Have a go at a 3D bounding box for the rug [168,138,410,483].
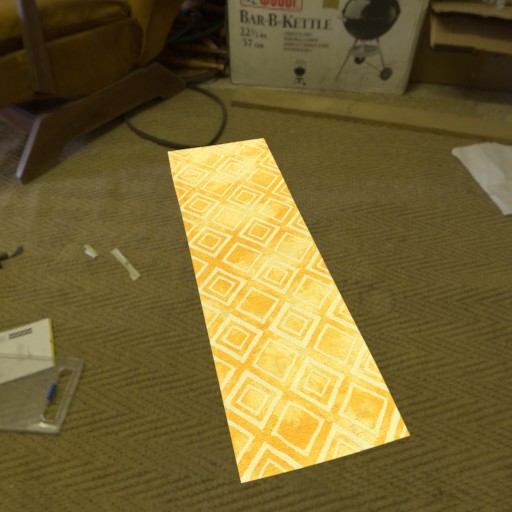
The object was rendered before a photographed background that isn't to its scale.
[{"bbox_3d":[0.000,0.000,2.676,0.775,0.010,2.438,-11,48,-10],"label":"rug"}]
